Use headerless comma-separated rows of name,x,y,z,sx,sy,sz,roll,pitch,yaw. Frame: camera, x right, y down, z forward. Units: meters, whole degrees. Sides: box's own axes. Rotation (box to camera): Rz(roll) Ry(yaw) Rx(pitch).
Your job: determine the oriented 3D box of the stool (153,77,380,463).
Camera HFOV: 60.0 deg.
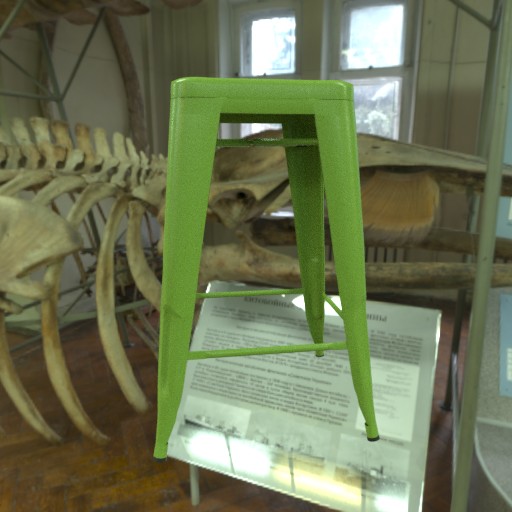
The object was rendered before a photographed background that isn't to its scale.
stool,0.000,0.000,0.858,0.398,0.609,0.358,-2,14,-8
